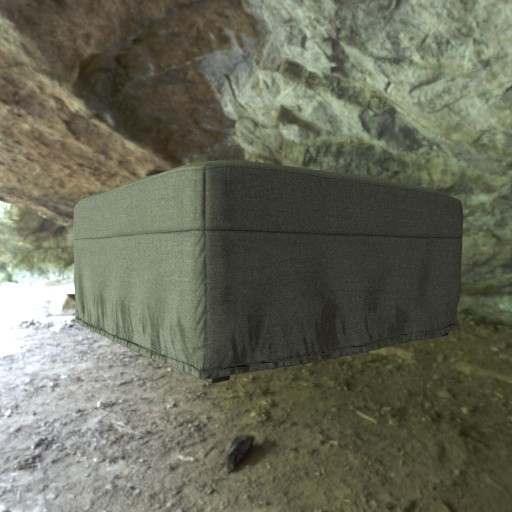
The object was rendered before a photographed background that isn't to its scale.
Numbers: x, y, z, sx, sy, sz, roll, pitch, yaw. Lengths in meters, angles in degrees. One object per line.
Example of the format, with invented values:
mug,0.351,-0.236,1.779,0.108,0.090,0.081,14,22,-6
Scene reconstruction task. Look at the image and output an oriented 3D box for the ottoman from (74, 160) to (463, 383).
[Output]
ottoman,0.000,0.000,1.300,0.840,0.436,0.843,0,1,-36
